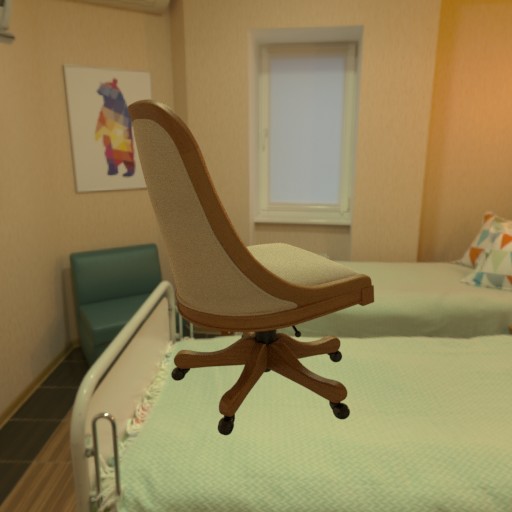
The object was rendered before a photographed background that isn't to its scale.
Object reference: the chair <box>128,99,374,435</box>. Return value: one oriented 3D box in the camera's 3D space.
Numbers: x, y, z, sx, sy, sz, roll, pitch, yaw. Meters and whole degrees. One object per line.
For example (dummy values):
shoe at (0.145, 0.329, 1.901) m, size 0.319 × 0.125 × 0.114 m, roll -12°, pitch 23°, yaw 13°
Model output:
chair at (0.000, 0.000, 1.569) m, size 0.811 × 1.009 × 0.702 m, roll -8°, pitch 16°, yaw -27°
